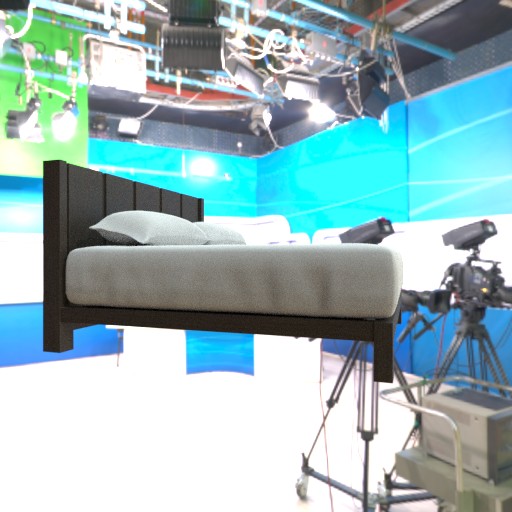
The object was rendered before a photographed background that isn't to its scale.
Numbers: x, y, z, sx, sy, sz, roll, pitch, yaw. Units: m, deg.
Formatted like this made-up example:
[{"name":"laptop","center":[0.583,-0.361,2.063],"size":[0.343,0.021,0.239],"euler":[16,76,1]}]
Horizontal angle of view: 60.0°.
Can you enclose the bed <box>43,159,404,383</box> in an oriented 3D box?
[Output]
[{"name":"bed","center":[0.000,0.000,3.561],"size":[2.238,1.261,2.143],"euler":[0,0,19]}]
